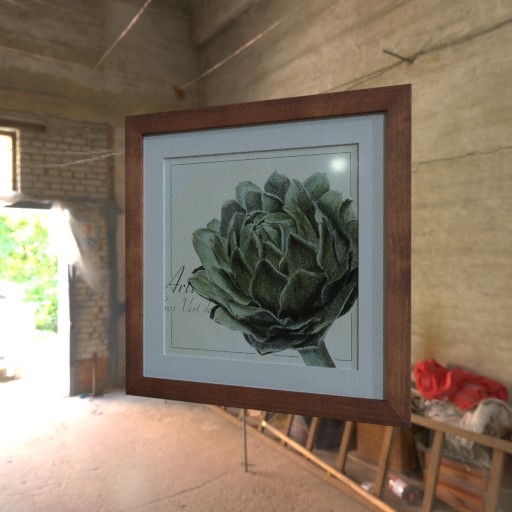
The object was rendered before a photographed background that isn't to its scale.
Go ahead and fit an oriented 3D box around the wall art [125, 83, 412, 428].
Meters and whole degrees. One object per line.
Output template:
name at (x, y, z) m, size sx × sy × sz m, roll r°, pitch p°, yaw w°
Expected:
wall art at (0.000, 0.000, 0.838) m, size 0.554 × 0.572 × 0.037 m, roll 0°, pitch 0°, yaw 19°
